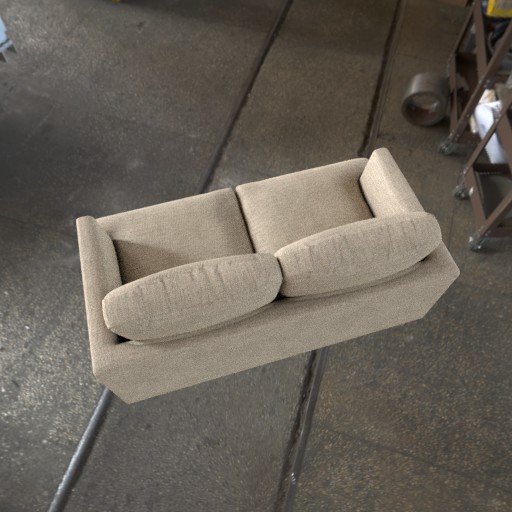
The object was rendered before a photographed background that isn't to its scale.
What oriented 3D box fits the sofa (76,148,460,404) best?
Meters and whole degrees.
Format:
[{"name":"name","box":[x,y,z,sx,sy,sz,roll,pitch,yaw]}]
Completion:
[{"name":"sofa","box":[0.000,0.000,2.168,1.582,0.944,0.903,-14,61,-8]}]
